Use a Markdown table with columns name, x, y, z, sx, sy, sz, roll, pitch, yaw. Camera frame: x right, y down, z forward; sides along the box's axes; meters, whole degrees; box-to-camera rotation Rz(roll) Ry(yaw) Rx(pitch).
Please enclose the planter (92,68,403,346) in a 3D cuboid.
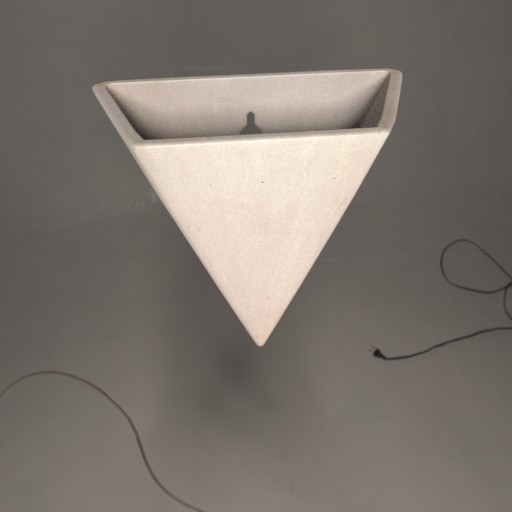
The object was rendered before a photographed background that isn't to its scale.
| name | x | y | z | sx | sy | sz | roll | pitch | yaw |
| --- | --- | --- | --- | --- | --- | --- | --- | --- | --- |
| planter | 0.000 | 0.000 | 0.268 | 0.150 | 0.197 | 0.060 | -4 | 47 | -4 |
